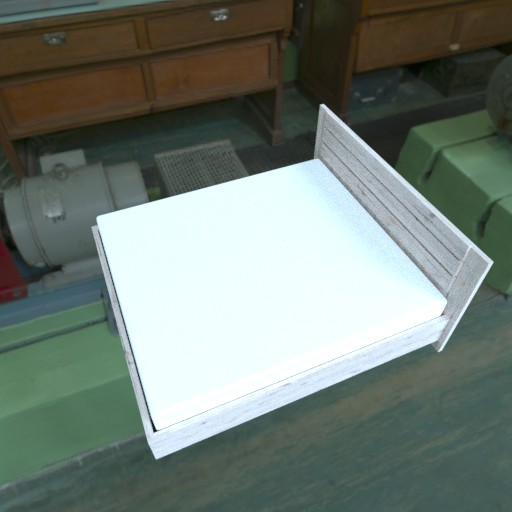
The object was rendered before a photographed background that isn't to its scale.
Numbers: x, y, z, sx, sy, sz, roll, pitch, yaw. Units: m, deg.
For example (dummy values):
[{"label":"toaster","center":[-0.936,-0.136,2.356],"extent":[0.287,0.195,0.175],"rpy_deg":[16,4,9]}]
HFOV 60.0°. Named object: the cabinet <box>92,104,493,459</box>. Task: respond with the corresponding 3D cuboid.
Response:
[{"label":"cabinet","center":[0.000,0.000,3.173],"extent":[2.080,0.970,1.950],"rpy_deg":[-18,50,-16]}]
